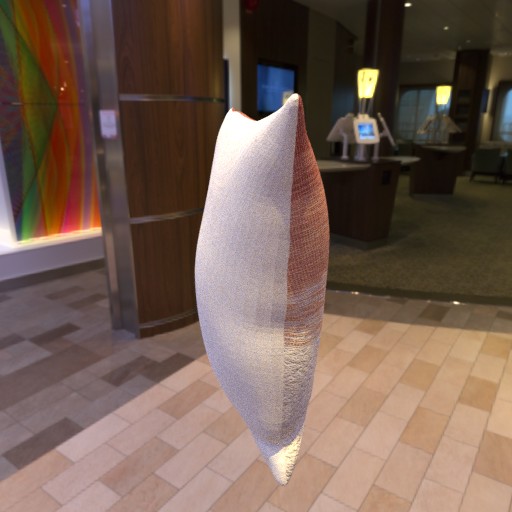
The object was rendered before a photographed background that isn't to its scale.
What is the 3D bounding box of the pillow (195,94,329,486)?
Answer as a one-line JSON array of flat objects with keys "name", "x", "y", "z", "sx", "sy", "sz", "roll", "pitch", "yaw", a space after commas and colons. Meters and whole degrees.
[{"name": "pillow", "x": 0.000, "y": 0.000, "z": 0.665, "sx": 0.182, "sy": 0.441, "sz": 0.440, "roll": -3, "pitch": 18, "yaw": -10}]
